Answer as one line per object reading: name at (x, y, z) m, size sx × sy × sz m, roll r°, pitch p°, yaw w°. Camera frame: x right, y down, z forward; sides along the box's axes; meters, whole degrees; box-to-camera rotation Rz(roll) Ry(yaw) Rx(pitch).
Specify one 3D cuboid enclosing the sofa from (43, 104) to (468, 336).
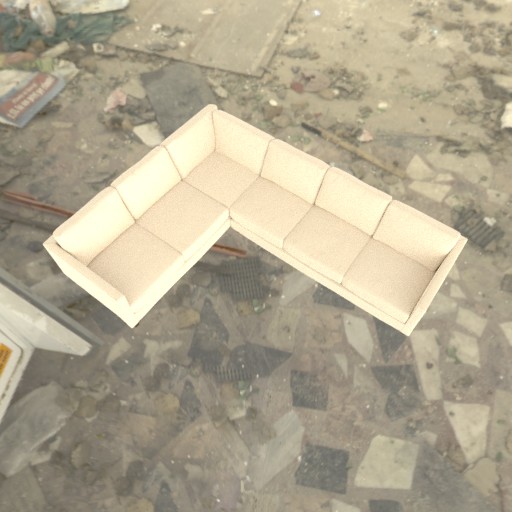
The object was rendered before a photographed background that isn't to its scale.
sofa at (0.000, 0.000, 4.342) m, size 3.182 × 0.863 × 2.432 m, roll 32°, pitch 63°, yaw 18°
